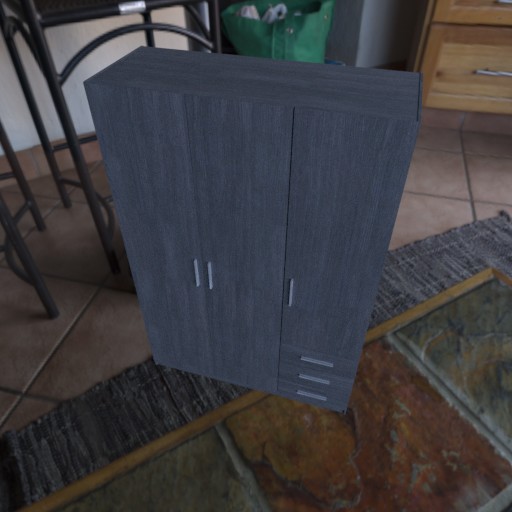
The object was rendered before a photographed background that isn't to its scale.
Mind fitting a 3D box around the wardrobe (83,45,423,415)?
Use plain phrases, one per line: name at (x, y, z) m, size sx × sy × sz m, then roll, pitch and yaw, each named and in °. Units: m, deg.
wardrobe at (0.000, 0.000, 2.416) m, size 1.290 × 1.910 × 0.510 m, roll 11°, pitch 43°, yaw 12°
